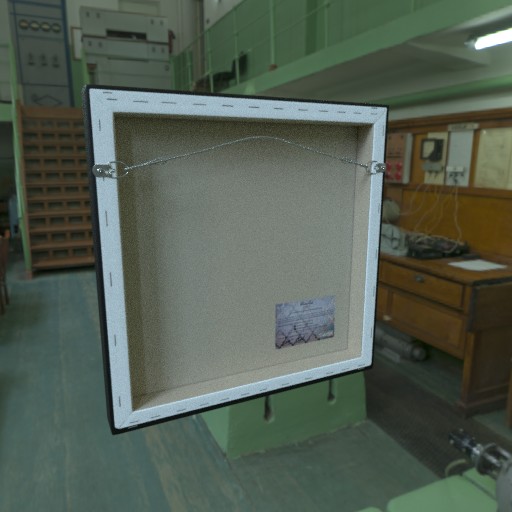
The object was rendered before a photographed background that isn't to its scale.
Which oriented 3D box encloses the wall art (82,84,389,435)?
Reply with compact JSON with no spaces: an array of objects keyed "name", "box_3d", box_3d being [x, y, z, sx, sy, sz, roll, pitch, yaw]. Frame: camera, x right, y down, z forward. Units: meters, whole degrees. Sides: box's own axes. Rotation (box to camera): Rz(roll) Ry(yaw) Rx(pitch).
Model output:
[{"name":"wall art","box_3d":[0.000,0.000,0.597,0.406,0.407,0.041,-6,14,-25]}]
